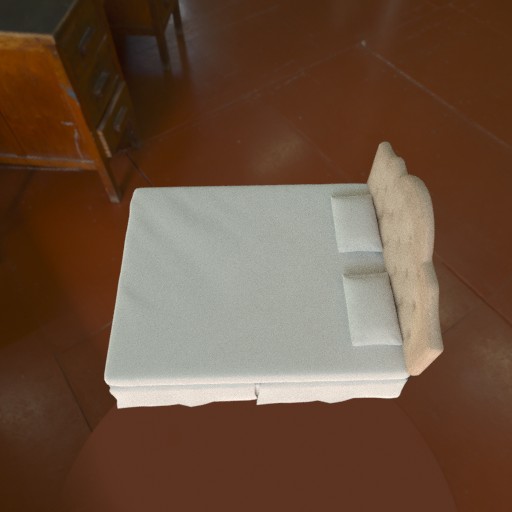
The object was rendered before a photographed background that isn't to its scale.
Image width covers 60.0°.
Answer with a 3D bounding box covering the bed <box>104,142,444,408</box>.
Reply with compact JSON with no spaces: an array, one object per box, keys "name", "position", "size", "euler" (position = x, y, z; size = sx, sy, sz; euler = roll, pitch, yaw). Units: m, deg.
[{"name":"bed","position":[0.000,0.000,2.977],"size":[1.970,1.194,1.667],"euler":[-1,58,-1]}]
